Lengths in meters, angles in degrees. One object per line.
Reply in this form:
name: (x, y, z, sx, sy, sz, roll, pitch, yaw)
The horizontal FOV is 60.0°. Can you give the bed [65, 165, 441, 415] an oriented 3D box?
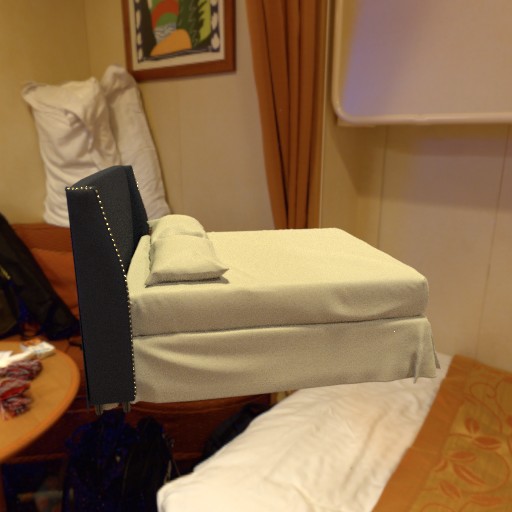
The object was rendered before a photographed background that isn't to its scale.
bed: (0.000, 0.000, 3.440, 2.276, 1.332, 1.925, -3, 15, -9)
